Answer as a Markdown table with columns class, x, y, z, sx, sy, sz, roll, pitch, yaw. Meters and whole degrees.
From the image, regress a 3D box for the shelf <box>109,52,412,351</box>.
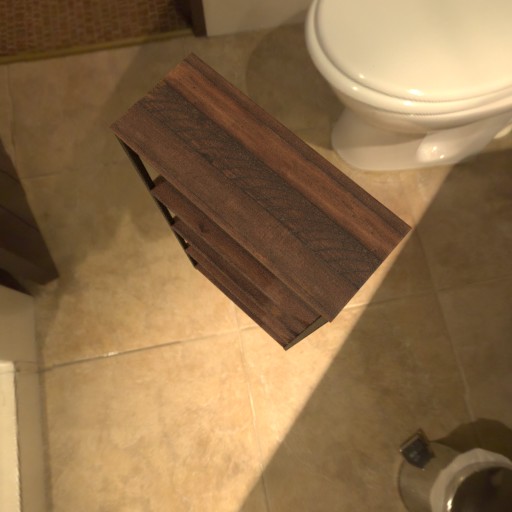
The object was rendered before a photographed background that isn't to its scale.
| class | x | y | z | sx | sy | sz | roll | pitch | yaw |
| --- | --- | --- | --- | --- | --- | --- | --- | --- | --- |
| shelf | 0.000 | 0.000 | 2.200 | 0.874 | 1.860 | 0.359 | 41 | 79 | 10 |
